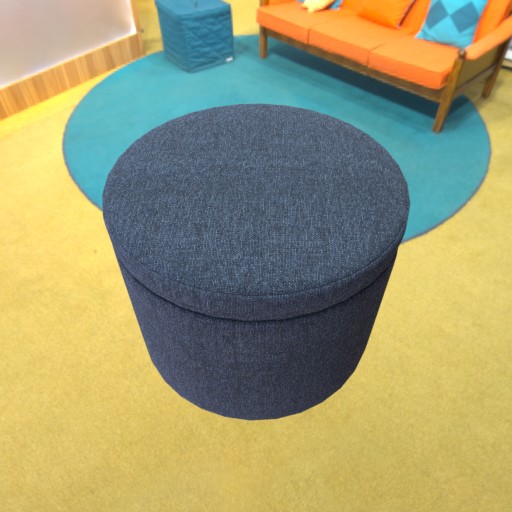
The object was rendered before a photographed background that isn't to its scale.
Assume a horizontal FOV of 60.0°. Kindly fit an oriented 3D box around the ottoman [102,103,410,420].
[{"bbox_3d":[0.000,0.000,0.867,0.500,0.419,0.500,0,47,0],"label":"ottoman"}]
